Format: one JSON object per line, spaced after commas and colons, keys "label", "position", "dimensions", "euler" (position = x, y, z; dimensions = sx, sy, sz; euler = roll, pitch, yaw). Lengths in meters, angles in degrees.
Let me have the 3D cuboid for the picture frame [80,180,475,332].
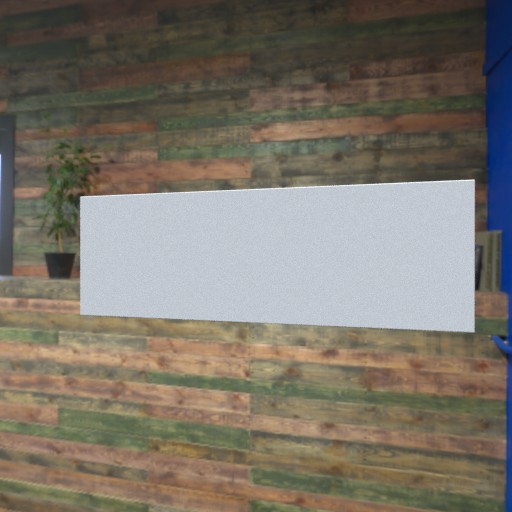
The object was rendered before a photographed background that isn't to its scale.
{"label": "picture frame", "position": [0.000, 0.000, 0.854], "dimensions": [0.759, 0.250, 0.050], "euler": [0, 0, 16]}
